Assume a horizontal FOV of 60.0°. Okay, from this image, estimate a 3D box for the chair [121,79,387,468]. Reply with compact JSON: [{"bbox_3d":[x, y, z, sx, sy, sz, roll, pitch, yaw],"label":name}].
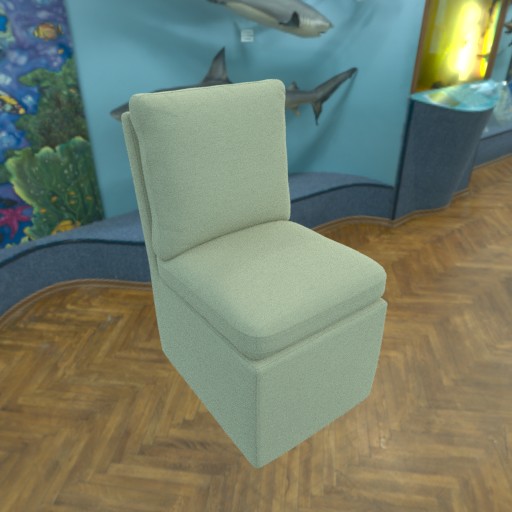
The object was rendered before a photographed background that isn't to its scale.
[{"bbox_3d":[0.000,0.000,1.350,0.503,0.927,0.698,-20,35,-30],"label":"chair"}]
